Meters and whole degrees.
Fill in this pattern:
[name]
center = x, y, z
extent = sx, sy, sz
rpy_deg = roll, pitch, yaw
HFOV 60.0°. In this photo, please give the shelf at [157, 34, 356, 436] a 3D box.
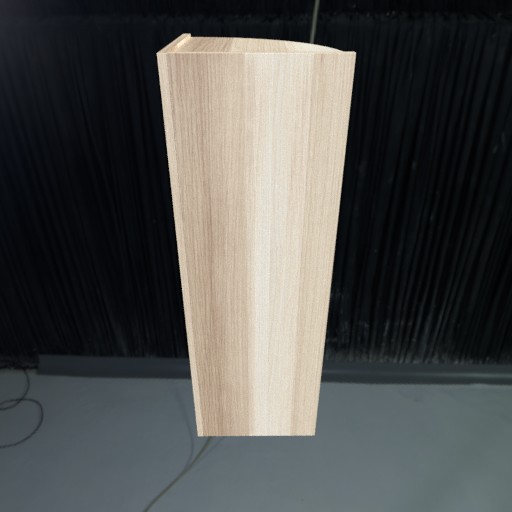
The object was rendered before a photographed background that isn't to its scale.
[shelf]
center = 0.000, 0.000, 0.997
extent = 0.290, 0.872, 0.290
rpy_deg = 0, 32, 0
